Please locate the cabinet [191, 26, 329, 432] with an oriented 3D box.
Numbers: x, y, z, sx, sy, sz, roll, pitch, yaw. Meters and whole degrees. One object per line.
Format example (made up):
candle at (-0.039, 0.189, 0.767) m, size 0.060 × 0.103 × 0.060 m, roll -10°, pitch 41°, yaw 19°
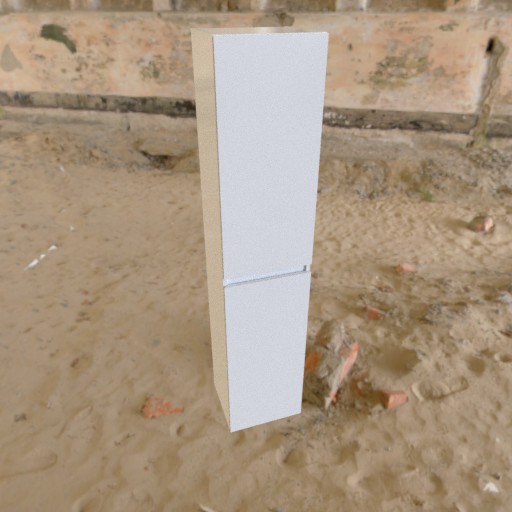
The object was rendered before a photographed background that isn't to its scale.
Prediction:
cabinet at (0.000, 0.000, 1.540) m, size 0.300 × 1.400 × 0.270 m, roll -10°, pitch 32°, yaw -16°
